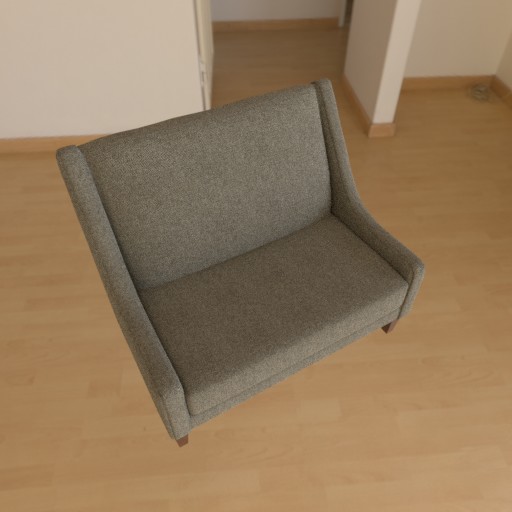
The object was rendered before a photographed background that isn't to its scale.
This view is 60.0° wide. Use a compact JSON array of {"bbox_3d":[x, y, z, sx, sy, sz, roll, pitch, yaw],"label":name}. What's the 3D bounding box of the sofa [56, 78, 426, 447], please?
[{"bbox_3d":[0.000,0.000,1.919,1.242,1.021,0.870,-22,49,-21],"label":"sofa"}]
